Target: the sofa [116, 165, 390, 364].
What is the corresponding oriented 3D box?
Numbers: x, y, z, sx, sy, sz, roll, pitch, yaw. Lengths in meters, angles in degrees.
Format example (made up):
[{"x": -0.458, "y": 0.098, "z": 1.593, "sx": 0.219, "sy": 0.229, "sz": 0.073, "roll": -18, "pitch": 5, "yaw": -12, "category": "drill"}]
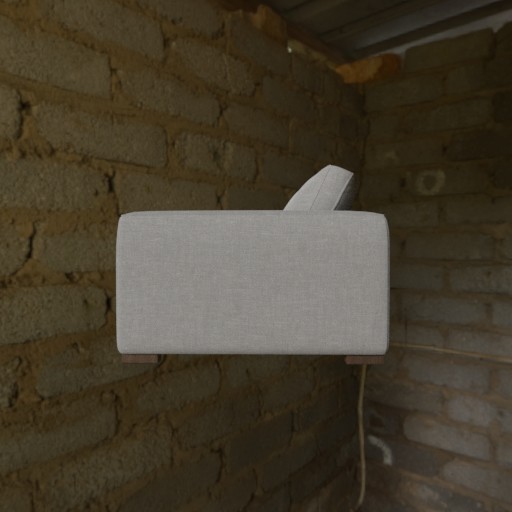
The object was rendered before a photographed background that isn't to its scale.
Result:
[{"x": 0.000, "y": 0.000, "z": 2.783, "sx": 1.070, "sy": 0.801, "sz": 2.262, "roll": 0, "pitch": 1, "yaw": 1, "category": "sofa"}]
